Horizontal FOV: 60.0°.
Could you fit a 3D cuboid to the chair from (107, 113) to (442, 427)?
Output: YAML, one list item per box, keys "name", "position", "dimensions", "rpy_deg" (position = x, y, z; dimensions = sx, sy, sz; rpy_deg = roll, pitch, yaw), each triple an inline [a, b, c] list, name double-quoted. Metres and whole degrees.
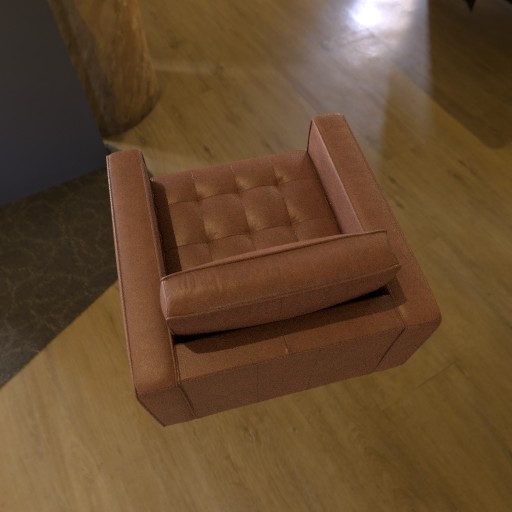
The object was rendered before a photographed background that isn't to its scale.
- name: "chair"
  position: [0.000, 0.000, 1.569]
  dimensions: [0.920, 0.770, 0.900]
  rpy_deg: [-12, 60, -7]
